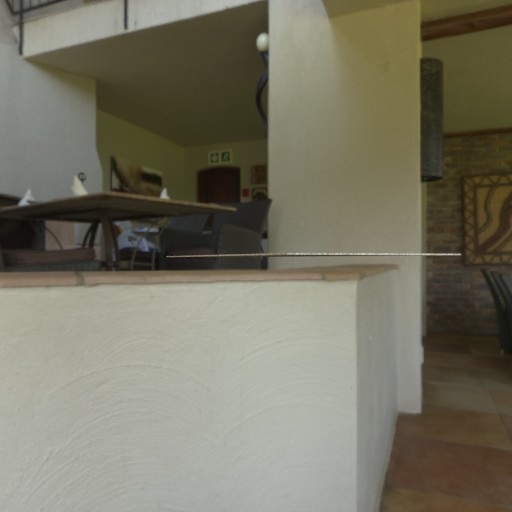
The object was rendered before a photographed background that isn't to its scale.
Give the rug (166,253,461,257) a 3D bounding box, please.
[{"bbox_3d":[0.000,0.000,2.614,0.688,0.005,2.437,0,0,-20],"label":"rug"}]
